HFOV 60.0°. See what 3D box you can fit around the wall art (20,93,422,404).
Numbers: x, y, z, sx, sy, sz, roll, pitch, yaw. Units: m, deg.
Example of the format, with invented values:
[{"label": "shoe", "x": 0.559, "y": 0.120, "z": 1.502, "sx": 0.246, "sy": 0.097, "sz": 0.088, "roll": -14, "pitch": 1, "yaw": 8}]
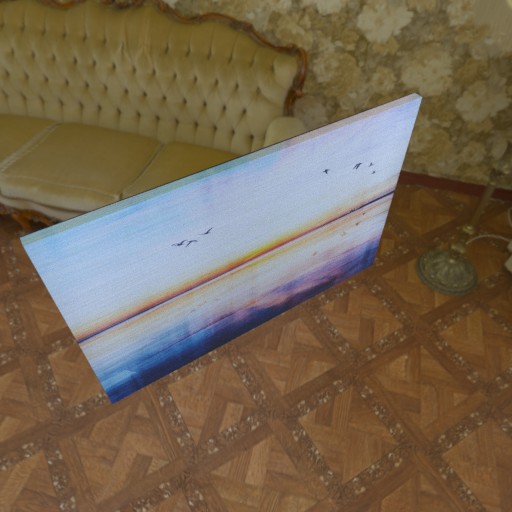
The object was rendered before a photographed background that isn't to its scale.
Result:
[{"label": "wall art", "x": 0.000, "y": 0.000, "z": 1.391, "sx": 1.137, "sy": 0.756, "sz": 0.034, "roll": -25, "pitch": 53, "yaw": -21}]
